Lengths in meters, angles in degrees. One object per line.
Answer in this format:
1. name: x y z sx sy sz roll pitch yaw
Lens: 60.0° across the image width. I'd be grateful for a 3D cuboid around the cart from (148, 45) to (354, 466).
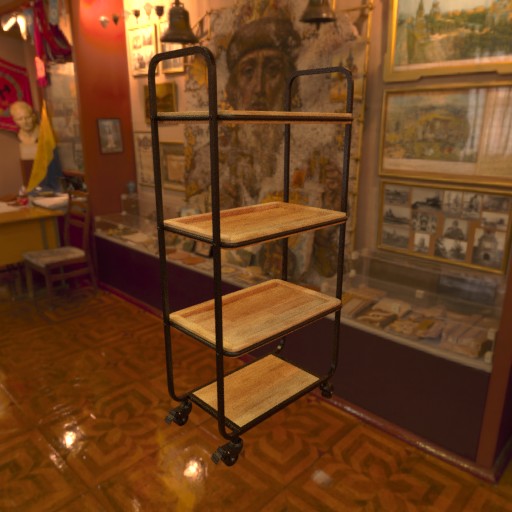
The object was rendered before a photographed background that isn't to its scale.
1. cart: 0.000 0.000 1.327 0.545 1.080 0.321 -15 22 -42
